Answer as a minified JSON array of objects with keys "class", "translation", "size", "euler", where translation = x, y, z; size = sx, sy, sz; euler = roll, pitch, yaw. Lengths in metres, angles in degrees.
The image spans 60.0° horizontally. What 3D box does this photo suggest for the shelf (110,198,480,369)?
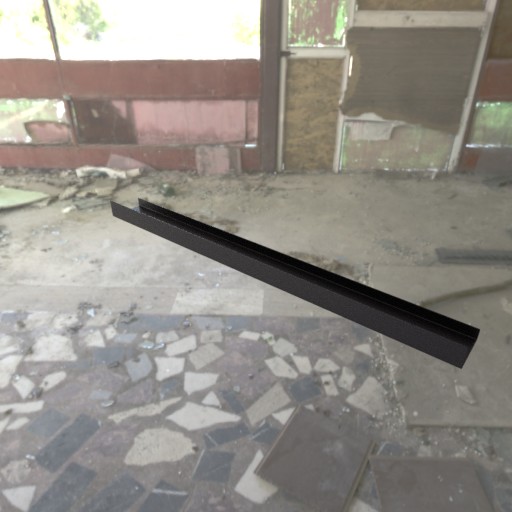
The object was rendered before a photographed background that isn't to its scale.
[{"class":"shelf","translation":[0.000,0.000,0.987],"size":[0.924,0.049,0.092],"euler":[22,37,32]}]
